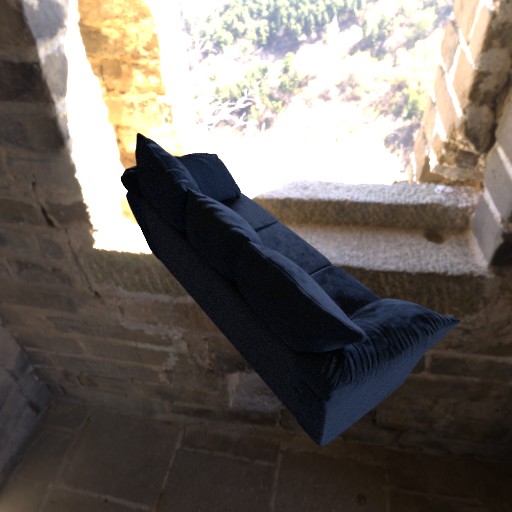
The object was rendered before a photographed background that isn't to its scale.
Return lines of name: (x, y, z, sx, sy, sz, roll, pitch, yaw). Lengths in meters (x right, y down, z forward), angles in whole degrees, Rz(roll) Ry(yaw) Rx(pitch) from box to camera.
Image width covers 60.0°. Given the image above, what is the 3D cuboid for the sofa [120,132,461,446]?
sofa: (0.000, 0.000, 2.922, 0.907, 1.091, 2.390, -26, 47, -26)
